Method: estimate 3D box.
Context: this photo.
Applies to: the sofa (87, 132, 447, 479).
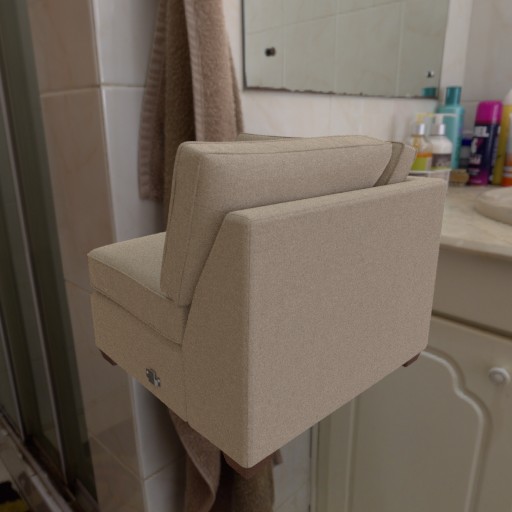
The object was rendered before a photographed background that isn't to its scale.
[{"bbox_3d":[0.000,0.000,1.891,1.146,1.002,1.084,-15,23,-41],"label":"sofa"}]
